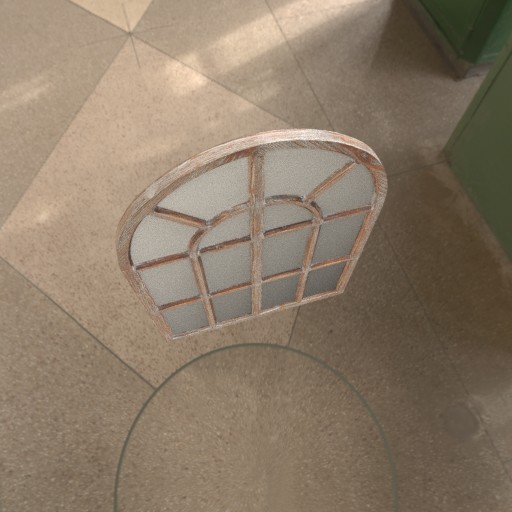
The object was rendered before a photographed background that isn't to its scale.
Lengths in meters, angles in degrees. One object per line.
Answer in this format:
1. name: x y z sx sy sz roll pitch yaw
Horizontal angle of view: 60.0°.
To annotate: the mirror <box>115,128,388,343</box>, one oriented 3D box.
1. mirror: 0.000 0.000 1.196 0.660 0.920 0.032 -15 64 -7
